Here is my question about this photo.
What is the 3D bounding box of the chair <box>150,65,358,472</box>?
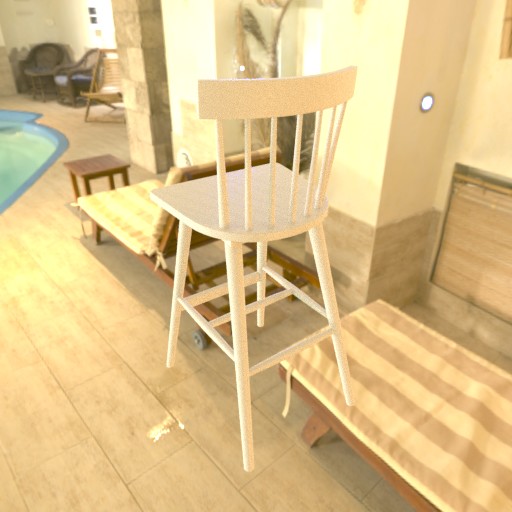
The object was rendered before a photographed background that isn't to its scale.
[{"bbox_3d":[0.000,0.000,1.385,0.483,1.092,0.572,-19,34,-30],"label":"chair"}]
